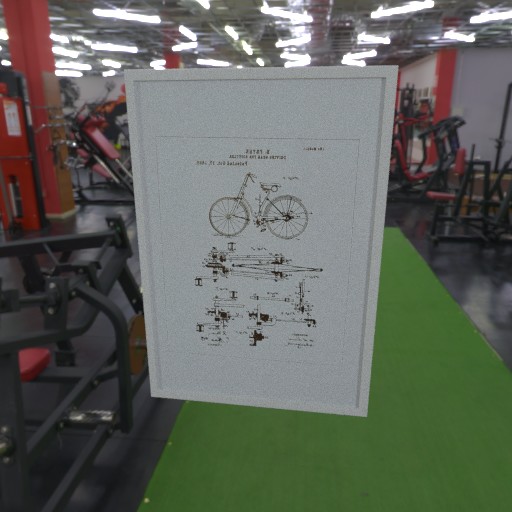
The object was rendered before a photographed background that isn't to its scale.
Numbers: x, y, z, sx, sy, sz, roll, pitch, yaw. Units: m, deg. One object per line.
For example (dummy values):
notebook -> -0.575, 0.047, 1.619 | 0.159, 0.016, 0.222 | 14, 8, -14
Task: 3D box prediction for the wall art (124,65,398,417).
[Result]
wall art -> 0.000, 0.000, 0.609 | 0.332, 0.477, 0.015 | 3, 18, 8
